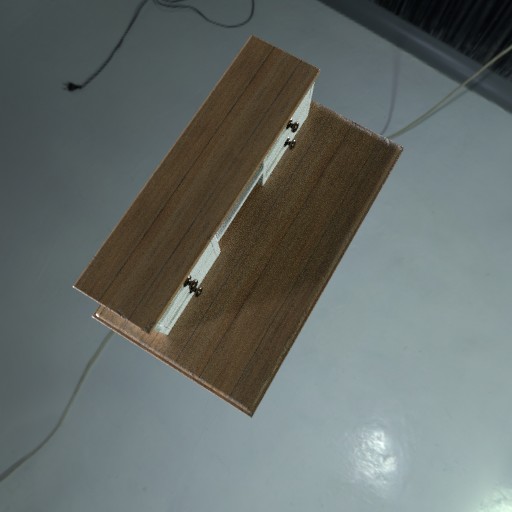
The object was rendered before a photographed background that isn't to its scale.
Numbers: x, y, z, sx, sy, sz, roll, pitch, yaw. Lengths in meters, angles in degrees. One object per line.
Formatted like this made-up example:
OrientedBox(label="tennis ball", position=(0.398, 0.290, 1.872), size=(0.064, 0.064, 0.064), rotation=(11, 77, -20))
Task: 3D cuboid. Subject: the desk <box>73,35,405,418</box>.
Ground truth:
OrientedBox(label="desk", position=(0.000, 0.000, 1.435), size=(0.462, 0.981, 0.814), rotation=(30, 77, 7))
